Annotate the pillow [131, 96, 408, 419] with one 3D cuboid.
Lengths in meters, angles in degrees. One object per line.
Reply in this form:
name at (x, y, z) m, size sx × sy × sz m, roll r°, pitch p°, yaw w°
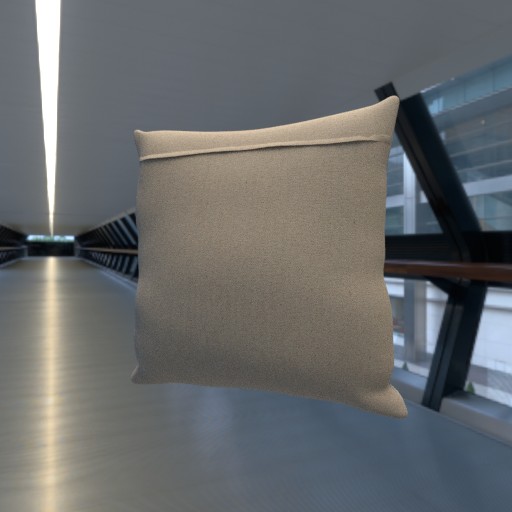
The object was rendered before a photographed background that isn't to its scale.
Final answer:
pillow at (0.000, 0.000, 0.680) m, size 0.440 × 0.441 × 0.182 m, roll 0°, pitch 0°, yaw 20°
